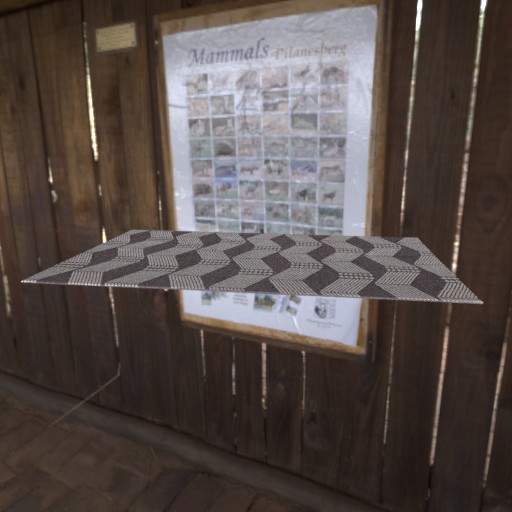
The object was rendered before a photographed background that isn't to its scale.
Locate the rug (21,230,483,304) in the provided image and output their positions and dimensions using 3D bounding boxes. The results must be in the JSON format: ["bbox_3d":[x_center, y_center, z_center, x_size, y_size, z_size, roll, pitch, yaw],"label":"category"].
[{"bbox_3d":[0.000,0.000,3.033,2.435,0.011,1.517,2,15,8],"label":"rug"}]
